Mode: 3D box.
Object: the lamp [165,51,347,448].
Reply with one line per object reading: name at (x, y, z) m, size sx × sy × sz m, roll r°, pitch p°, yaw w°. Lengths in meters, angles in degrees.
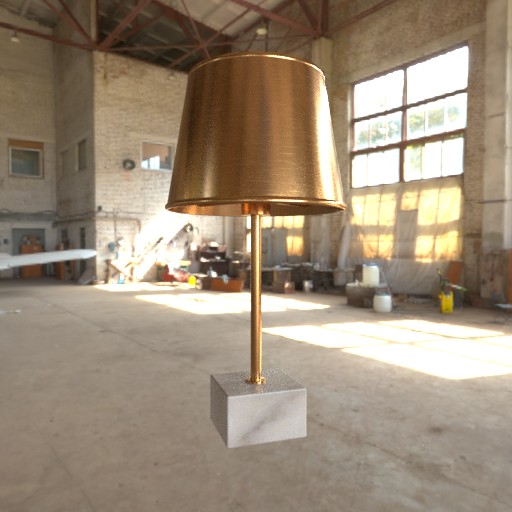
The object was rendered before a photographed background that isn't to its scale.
lamp at (0.000, 0.000, 0.518) m, size 0.208 × 0.406 × 0.208 m, roll 0°, pitch 2°, yaw 0°
